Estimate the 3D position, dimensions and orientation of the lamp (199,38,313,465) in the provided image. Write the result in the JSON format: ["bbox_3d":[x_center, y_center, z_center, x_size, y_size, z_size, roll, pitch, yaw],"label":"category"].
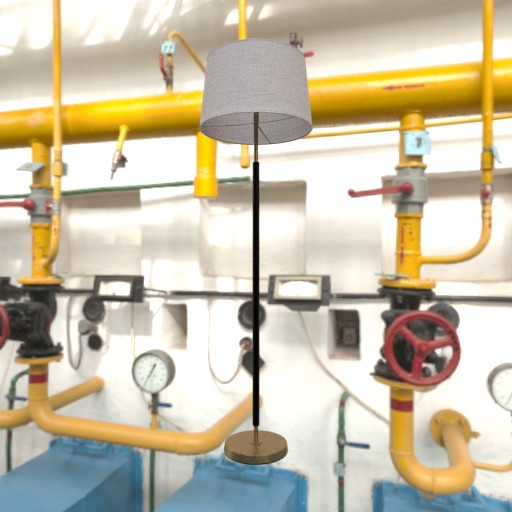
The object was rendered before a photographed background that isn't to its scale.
[{"bbox_3d":[0.000,0.000,1.655,0.420,1.447,0.420,0,0,0],"label":"lamp"}]
